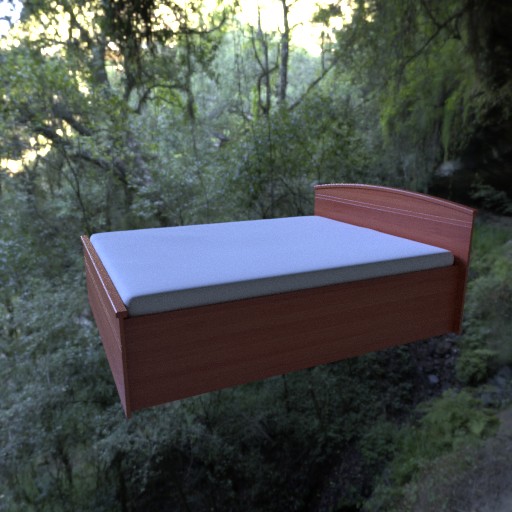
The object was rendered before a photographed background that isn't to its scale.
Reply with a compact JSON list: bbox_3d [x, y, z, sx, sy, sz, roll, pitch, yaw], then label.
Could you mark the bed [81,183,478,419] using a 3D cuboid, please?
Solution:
[{"bbox_3d":[0.000,0.000,2.963,2.053,0.848,1.683,-7,16,-25],"label":"bed"}]
